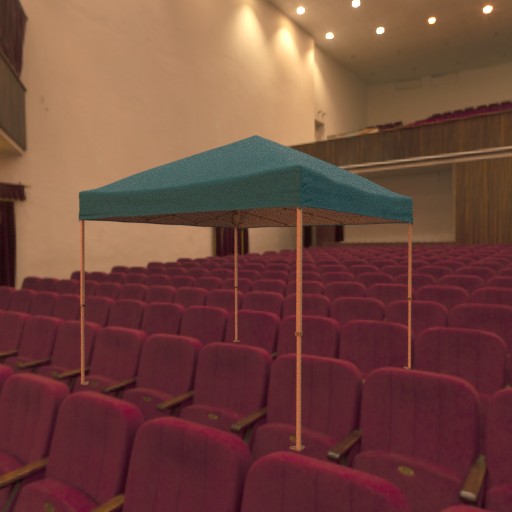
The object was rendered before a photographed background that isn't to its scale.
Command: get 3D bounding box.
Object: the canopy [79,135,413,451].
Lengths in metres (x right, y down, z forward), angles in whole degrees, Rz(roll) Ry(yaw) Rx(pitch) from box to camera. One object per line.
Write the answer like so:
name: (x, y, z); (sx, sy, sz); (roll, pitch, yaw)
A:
canopy: (0.000, 0.000, 5.526); (2.998, 2.997, 2.996); (1, 1, 36)
